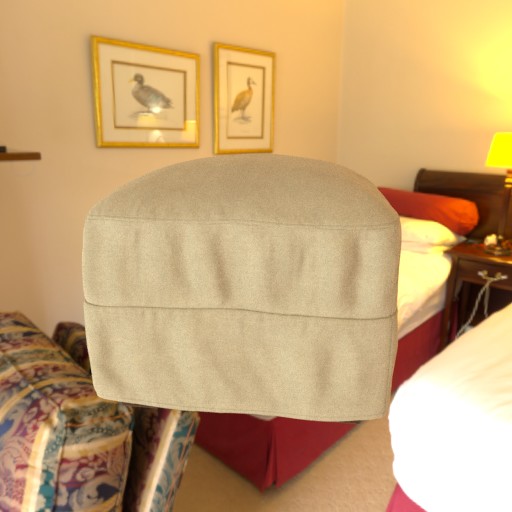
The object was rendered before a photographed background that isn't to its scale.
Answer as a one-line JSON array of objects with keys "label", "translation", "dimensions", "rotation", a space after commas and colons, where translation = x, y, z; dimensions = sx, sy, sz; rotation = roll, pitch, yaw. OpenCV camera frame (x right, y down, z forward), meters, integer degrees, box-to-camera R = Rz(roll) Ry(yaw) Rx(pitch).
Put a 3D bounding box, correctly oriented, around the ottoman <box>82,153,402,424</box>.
[{"label": "ottoman", "translation": [0.000, 0.000, 1.072], "dimensions": [0.584, 0.480, 0.712], "rotation": [2, 15, 7]}]
